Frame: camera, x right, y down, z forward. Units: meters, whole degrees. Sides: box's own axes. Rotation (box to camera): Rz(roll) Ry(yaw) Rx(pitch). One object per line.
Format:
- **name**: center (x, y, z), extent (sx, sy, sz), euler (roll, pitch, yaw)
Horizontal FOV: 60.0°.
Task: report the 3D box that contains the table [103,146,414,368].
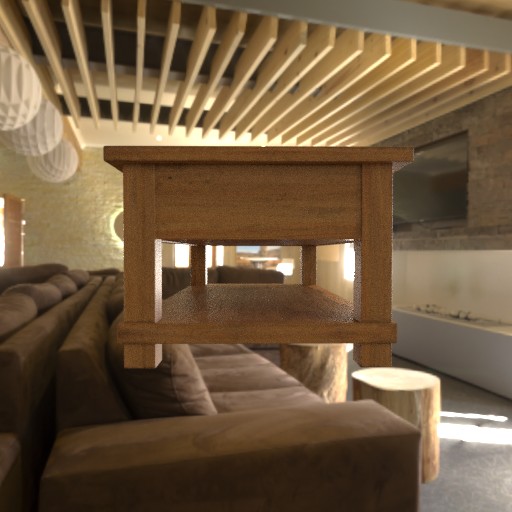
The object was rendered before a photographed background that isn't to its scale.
- **table**: center (0.000, 0.000, 1.603), extent (0.693, 0.494, 1.270), euler (0, 1, -1)
